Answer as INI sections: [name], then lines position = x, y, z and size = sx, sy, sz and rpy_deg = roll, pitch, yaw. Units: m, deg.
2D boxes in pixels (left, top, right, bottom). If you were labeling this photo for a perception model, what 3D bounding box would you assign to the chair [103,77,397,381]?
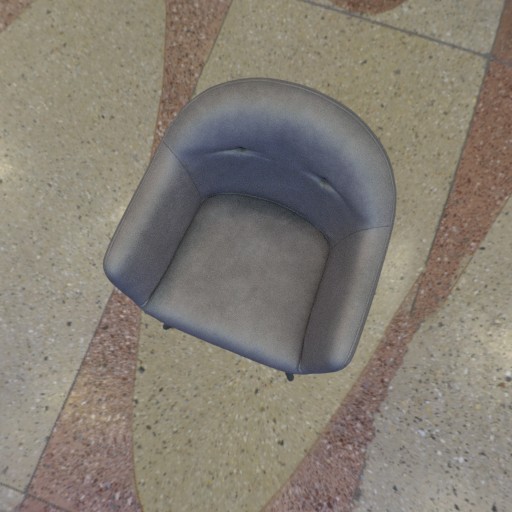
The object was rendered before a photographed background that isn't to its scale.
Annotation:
[chair]
position = 0.000, 0.000, 1.182
size = 0.567, 0.781, 0.544
rpy_deg = 21, 78, 5
